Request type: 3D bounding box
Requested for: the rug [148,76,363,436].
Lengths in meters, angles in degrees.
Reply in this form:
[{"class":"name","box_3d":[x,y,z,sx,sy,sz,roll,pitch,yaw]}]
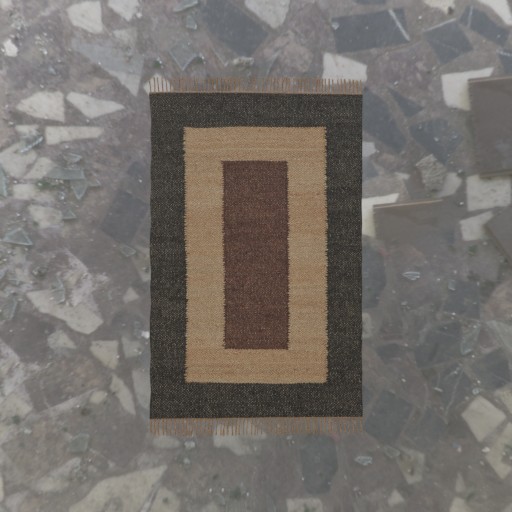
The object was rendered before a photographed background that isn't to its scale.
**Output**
[{"class":"rug","box_3d":[0.000,0.000,1.894,0.920,0.013,1.541,0,90,-1]}]
